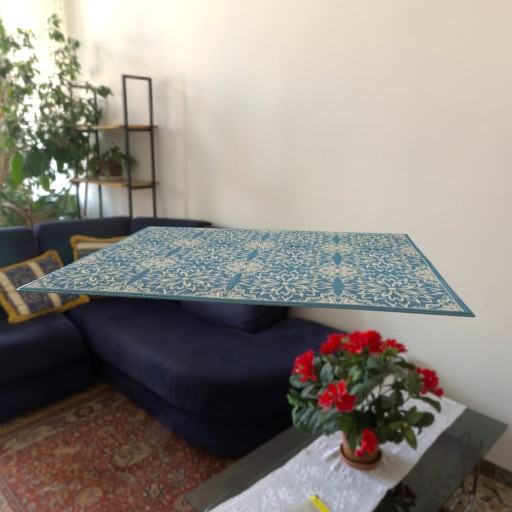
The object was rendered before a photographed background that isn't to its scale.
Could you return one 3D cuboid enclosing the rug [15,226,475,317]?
[{"bbox_3d":[0.000,0.000,3.927,2.964,0.018,2.350,2,15,9],"label":"rug"}]
